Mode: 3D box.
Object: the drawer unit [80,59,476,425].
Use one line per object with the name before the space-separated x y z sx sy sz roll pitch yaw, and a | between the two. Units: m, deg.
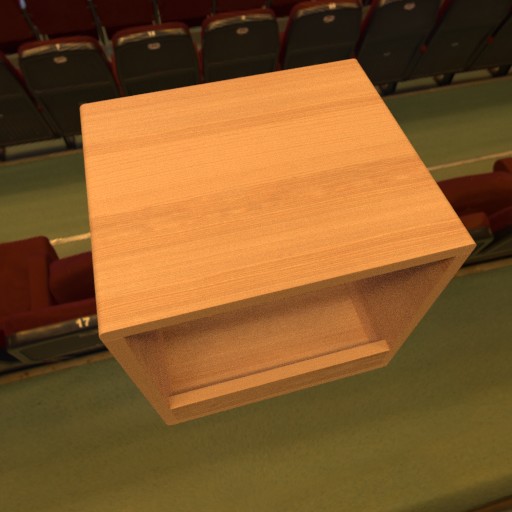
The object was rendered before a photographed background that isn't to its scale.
drawer unit | 0.000 0.000 0.601 0.344 0.344 0.290 -13 58 -8
